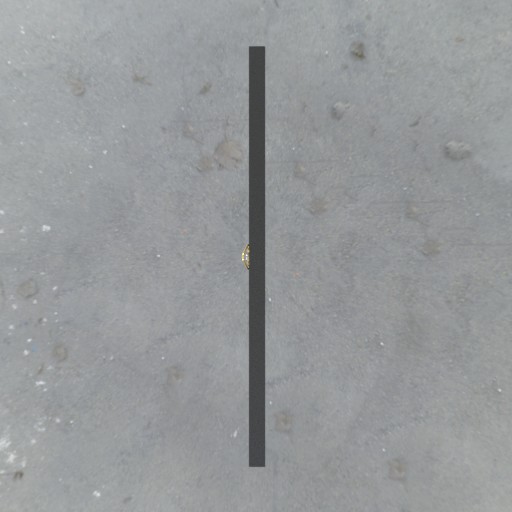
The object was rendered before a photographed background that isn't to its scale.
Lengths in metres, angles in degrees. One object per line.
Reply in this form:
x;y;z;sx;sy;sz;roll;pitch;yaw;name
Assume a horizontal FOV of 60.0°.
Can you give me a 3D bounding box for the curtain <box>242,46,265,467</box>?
0.000;0.000;0.802;0.027;0.585;0.483;0;90;1;curtain
